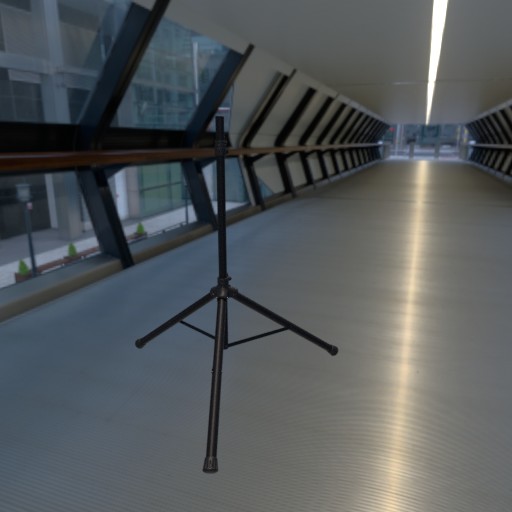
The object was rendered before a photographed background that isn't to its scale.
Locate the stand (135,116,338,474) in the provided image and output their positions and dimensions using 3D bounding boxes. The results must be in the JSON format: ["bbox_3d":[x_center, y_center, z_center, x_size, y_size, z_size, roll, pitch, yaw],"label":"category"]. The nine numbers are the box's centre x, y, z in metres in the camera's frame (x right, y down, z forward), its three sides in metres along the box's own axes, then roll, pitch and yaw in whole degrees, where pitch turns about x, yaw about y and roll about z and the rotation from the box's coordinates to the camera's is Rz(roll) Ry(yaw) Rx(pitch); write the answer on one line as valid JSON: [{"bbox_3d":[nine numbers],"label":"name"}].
[{"bbox_3d":[0.000,0.000,1.893,0.907,1.136,1.045,-7,17,-24],"label":"stand"}]
